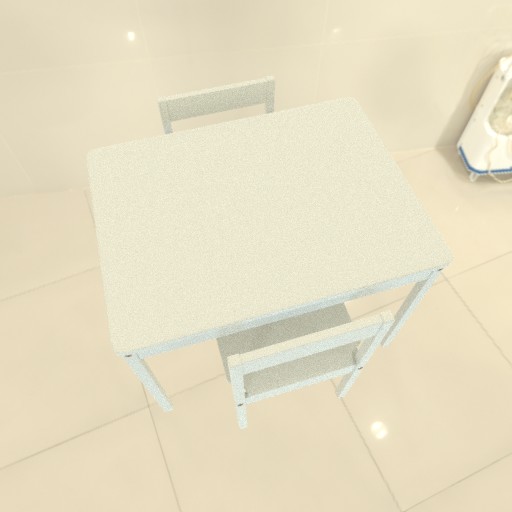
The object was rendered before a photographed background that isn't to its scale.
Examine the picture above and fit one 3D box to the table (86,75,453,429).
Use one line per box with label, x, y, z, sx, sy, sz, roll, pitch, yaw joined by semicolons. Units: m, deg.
table;0.000;0.000;1.099;0.650;0.503;0.672;-14;59;-9
